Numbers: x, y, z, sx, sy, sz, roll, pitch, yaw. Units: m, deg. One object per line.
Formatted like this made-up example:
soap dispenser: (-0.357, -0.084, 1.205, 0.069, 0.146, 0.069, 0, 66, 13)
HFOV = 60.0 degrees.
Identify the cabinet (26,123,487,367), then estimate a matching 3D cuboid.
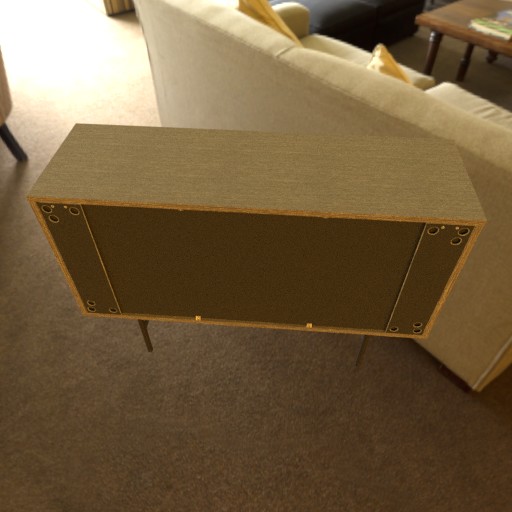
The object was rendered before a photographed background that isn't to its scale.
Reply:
cabinet: (0.000, 0.000, 1.566, 1.194, 0.787, 0.405, 3, 47, 3)
